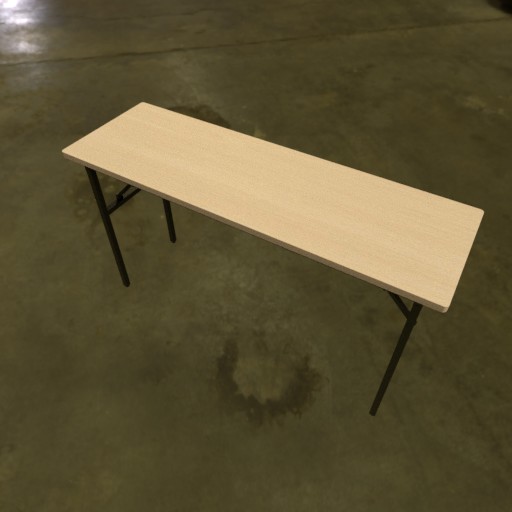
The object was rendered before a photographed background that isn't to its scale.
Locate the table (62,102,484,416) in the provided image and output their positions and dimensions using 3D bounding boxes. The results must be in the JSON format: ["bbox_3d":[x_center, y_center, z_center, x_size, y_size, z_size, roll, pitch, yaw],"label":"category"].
[{"bbox_3d":[0.000,0.000,1.768,1.397,0.750,0.447,23,50,21],"label":"table"}]
